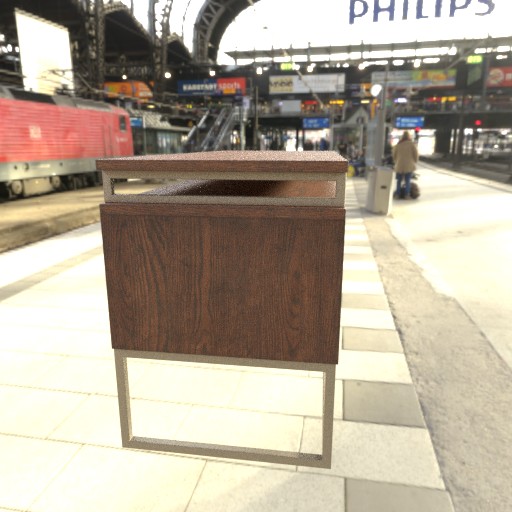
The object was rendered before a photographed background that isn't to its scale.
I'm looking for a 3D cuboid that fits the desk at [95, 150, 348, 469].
[{"bbox_3d":[0.000,0.000,1.760,0.610,0.792,1.384,2,14,8],"label":"desk"}]
